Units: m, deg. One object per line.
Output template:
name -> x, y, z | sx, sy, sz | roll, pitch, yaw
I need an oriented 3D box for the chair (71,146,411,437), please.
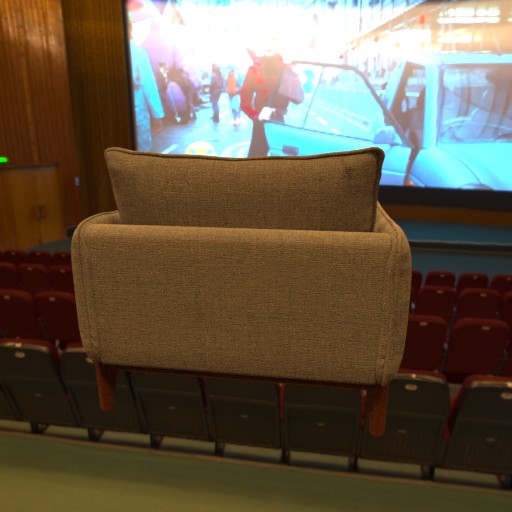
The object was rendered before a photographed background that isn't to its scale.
chair -> 0.000, 0.000, 1.684 | 0.993, 0.839, 0.976 | 2, 16, 8
